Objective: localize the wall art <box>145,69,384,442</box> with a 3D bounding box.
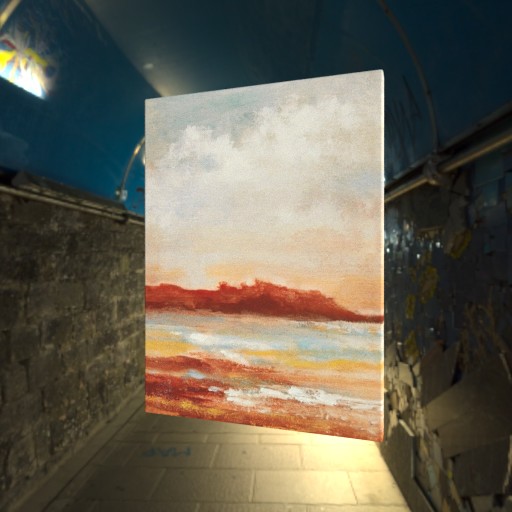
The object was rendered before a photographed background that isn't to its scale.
[{"bbox_3d":[0.000,0.000,0.802,0.443,0.605,0.035,0,0,18],"label":"wall art"}]
